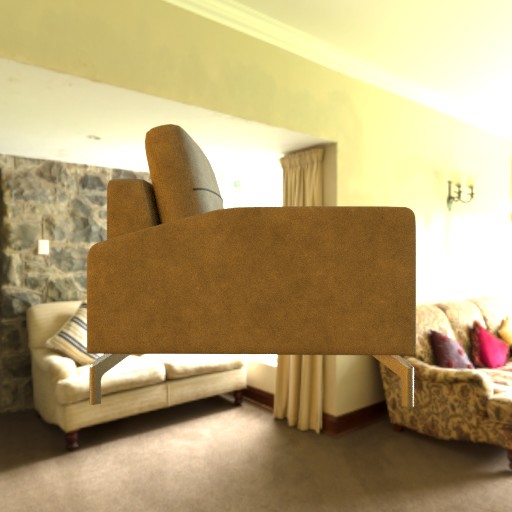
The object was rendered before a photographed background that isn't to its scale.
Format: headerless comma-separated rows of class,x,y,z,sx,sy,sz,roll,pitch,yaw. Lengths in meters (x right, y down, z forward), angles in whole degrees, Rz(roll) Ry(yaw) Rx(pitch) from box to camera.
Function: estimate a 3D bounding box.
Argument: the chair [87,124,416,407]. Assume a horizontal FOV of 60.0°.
chair,0.000,0.000,1.616,0.900,0.800,0.900,0,0,1
